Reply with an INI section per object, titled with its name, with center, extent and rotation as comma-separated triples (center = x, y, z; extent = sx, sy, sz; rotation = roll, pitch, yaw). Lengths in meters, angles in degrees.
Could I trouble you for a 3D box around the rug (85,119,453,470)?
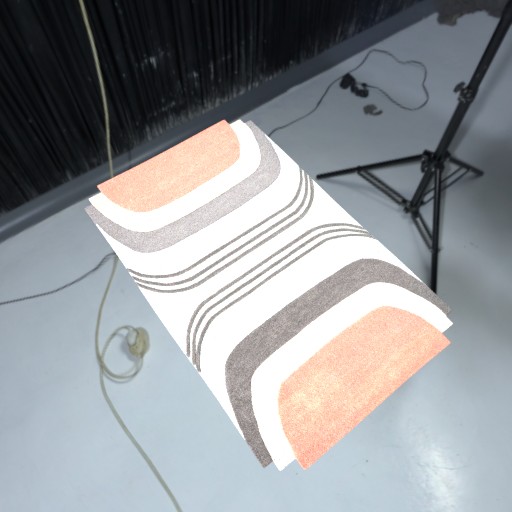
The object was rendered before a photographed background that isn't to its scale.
[rug]
center = 0.000, 0.000, 3.053
extent = 1.530, 0.017, 2.446
rotation = -33, 65, -18
